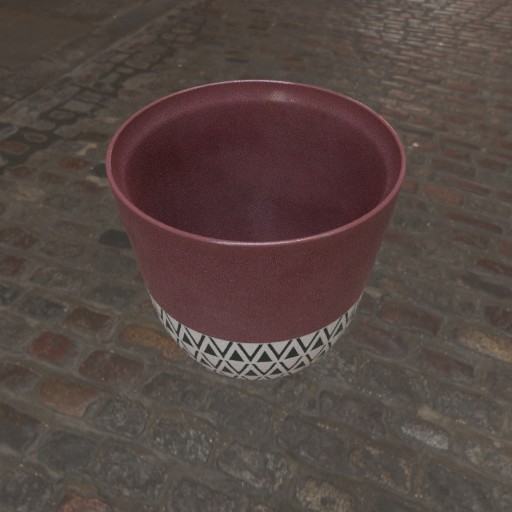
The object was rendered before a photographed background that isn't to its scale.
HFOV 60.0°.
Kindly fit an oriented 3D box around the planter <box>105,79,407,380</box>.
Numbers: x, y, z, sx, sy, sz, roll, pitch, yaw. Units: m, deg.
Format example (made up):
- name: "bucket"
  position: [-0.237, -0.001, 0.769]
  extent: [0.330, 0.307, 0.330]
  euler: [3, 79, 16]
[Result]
- name: "planter"
  position: [0.000, 0.000, 0.370]
  extent: [0.195, 0.214, 0.195]
  euler: [0, 46, 0]
